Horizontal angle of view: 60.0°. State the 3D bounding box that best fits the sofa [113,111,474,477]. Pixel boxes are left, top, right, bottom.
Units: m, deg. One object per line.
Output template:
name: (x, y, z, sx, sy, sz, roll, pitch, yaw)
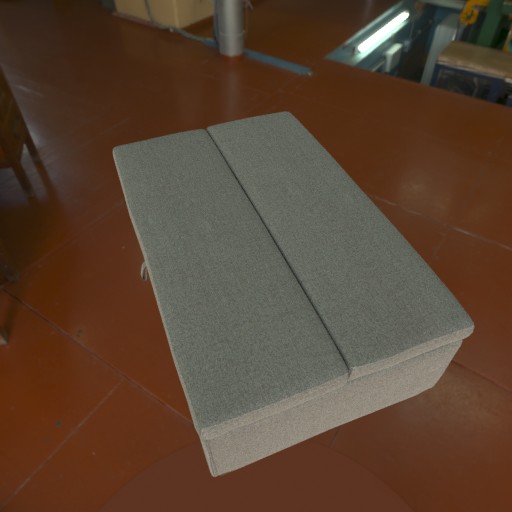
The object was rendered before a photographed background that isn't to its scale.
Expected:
sofa: (0.000, 0.000, 1.620, 0.817, 0.434, 1.250, -16, 49, -15)
